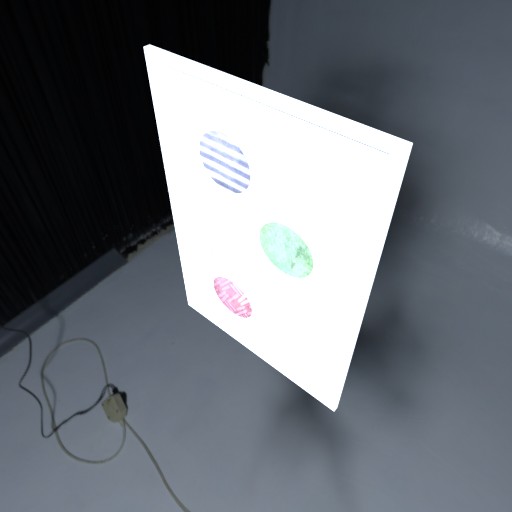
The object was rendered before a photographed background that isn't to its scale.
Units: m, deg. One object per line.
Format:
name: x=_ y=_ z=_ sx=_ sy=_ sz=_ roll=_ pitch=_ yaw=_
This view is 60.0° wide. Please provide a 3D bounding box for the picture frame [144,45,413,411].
picture frame: x=0.000 y=0.000 z=0.838 sx=0.457 sy=0.657 sz=0.013 roll=31 pitch=53 yaw=27
